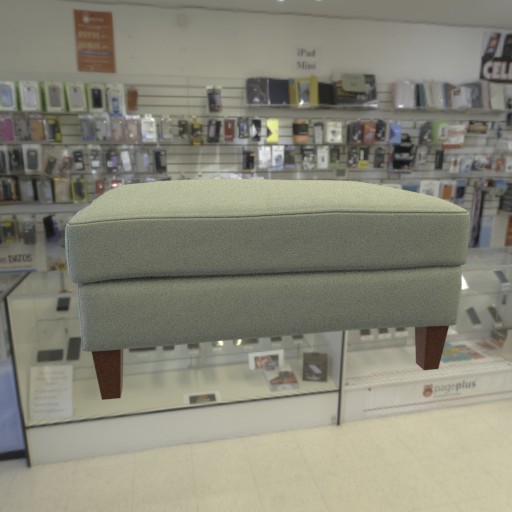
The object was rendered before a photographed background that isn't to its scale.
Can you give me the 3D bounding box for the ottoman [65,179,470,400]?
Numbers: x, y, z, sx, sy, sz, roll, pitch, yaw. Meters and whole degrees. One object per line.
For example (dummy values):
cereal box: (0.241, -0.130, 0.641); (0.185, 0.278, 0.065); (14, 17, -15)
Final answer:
ottoman: (0.000, 0.000, 1.461); (0.991, 0.494, 0.842); (-2, 14, -10)
